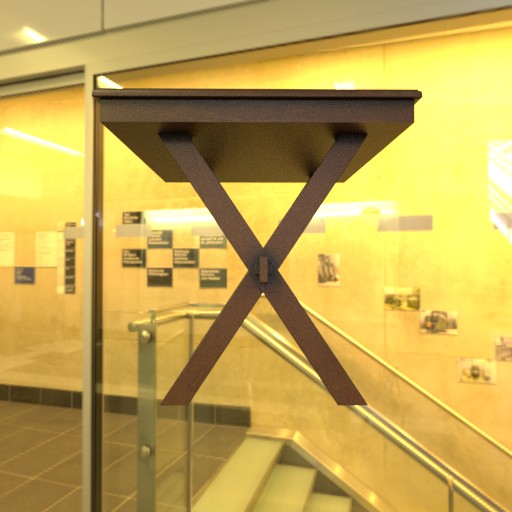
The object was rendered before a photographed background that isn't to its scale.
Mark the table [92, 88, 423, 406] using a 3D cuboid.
[{"bbox_3d":[0.000,0.000,1.048,0.560,0.562,0.602,0,-1,-1],"label":"table"}]
